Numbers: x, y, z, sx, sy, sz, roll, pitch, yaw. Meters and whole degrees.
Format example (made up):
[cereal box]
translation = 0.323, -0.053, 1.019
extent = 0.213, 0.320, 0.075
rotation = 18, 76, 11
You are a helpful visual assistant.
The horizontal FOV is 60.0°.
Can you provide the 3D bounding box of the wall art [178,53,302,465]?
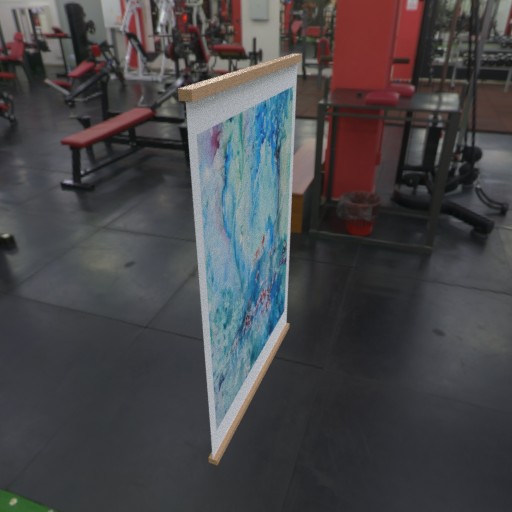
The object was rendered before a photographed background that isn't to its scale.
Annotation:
[wall art]
translation = 0.000, 0.000, 0.646
extent = 0.013, 0.510, 0.335
rotation = 11, 32, 19
